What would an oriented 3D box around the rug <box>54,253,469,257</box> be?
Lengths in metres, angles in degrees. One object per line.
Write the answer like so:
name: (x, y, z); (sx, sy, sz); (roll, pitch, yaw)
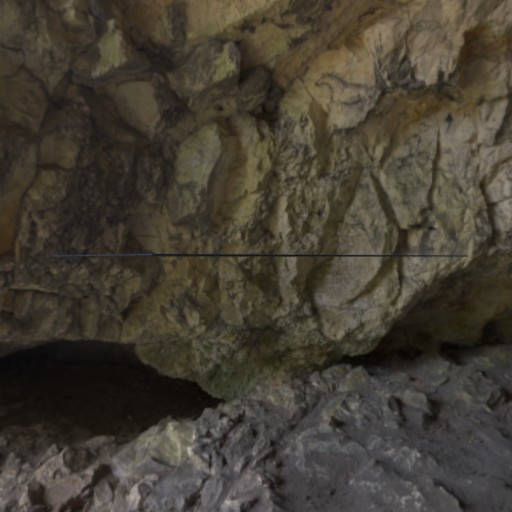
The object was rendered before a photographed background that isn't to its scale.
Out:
rug: (0.000, 0.000, 4.145); (3.048, 0.010, 2.438); (0, 0, -35)
